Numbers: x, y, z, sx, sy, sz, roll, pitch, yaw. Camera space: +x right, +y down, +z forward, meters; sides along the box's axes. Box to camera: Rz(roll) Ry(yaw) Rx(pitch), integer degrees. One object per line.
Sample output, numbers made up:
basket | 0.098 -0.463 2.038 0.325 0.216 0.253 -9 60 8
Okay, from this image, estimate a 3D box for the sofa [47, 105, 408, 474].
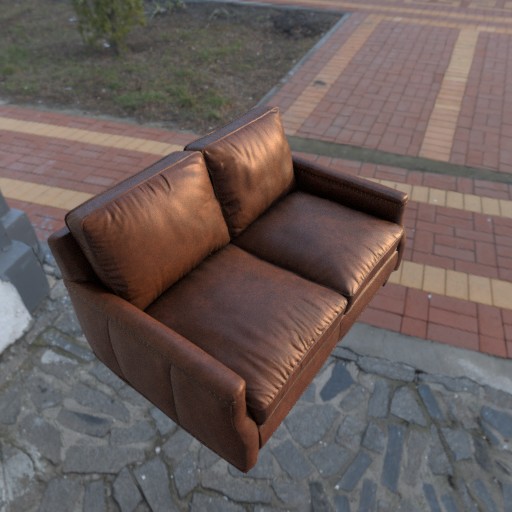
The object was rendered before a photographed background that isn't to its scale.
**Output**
sofa | 0.000 0.000 2.283 1.083 1.003 1.628 26 48 26
